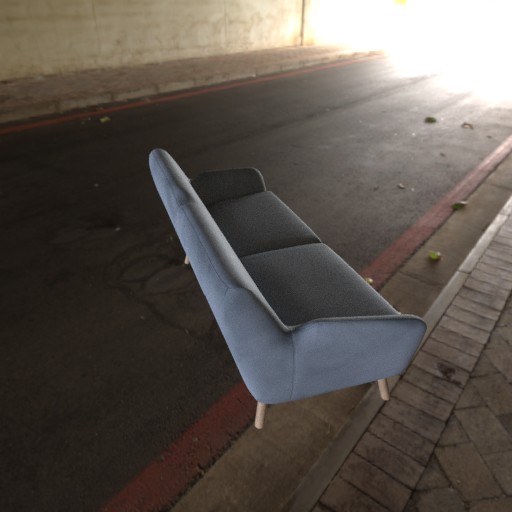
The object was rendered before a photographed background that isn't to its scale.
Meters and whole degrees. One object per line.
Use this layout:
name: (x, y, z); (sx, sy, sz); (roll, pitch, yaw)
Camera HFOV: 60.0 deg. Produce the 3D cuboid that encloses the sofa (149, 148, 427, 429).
sofa: (0.000, 0.000, 2.394); (0.850, 0.810, 1.870); (-10, 31, -17)
